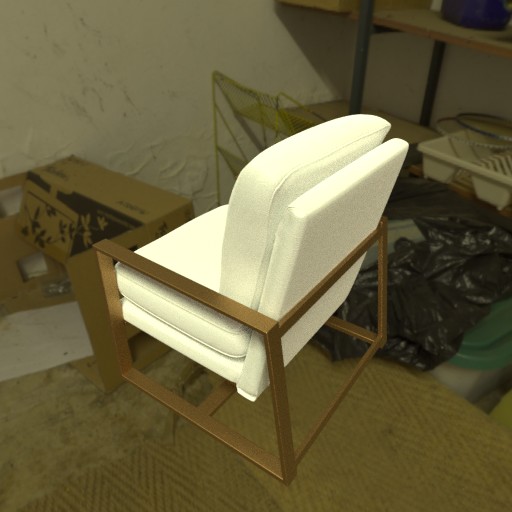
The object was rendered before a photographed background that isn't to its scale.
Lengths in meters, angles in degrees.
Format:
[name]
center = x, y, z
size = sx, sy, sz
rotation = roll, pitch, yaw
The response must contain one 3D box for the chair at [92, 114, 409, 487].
[chair]
center = 0.000, 0.000, 1.580
size = 0.813, 0.966, 0.805
rotation = 20, 36, 30
